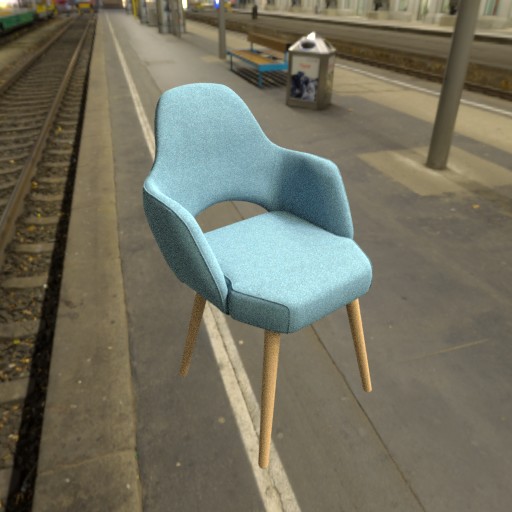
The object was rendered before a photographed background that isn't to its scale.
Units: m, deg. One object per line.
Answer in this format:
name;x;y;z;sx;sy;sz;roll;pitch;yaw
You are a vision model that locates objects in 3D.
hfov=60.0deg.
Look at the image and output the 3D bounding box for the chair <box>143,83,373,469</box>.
chair;0.000;0.000;1.359;0.589;0.920;0.666;-22;37;-32
